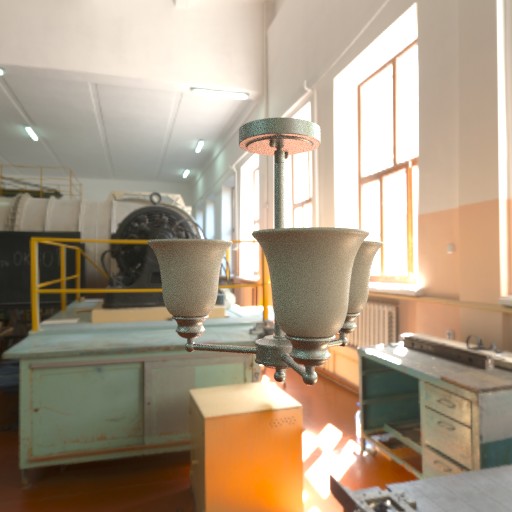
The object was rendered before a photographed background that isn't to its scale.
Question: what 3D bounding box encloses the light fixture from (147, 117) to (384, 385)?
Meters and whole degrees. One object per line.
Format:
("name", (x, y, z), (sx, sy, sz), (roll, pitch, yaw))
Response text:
("light fixture", (0.000, 0.000, 0.665), (0.354, 0.370, 0.388), (0, -1, 19))
